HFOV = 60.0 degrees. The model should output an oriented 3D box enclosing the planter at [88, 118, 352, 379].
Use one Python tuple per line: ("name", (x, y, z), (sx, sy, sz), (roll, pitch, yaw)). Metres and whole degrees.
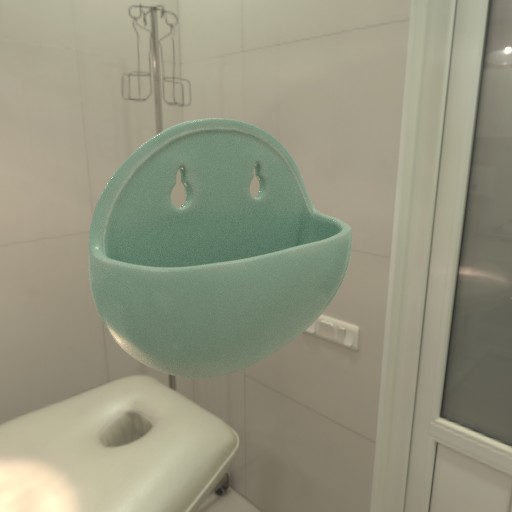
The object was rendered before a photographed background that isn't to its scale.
("planter", (0.000, 0.000, 0.272), (0.073, 0.164, 0.189), (14, 20, 43))
